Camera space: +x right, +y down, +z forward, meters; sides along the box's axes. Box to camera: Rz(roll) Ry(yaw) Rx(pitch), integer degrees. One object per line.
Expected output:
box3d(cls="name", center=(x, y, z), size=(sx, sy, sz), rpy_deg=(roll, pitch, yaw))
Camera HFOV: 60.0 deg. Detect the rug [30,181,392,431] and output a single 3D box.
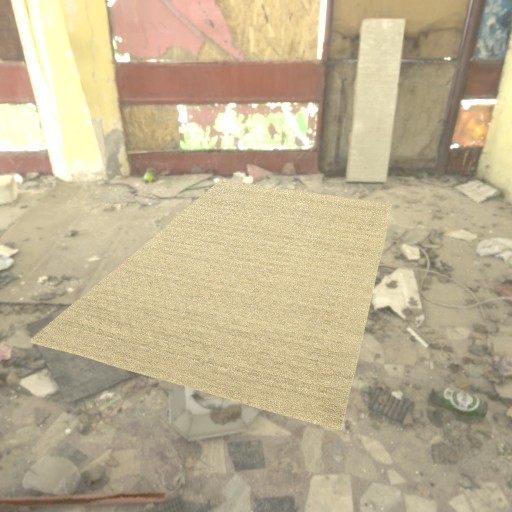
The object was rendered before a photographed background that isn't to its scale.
box3d(cls="rug", center=(0.000, 0.000, 2.874), size=(1.532, 0.018, 2.297), rpy_deg=(10, 32, 17))
